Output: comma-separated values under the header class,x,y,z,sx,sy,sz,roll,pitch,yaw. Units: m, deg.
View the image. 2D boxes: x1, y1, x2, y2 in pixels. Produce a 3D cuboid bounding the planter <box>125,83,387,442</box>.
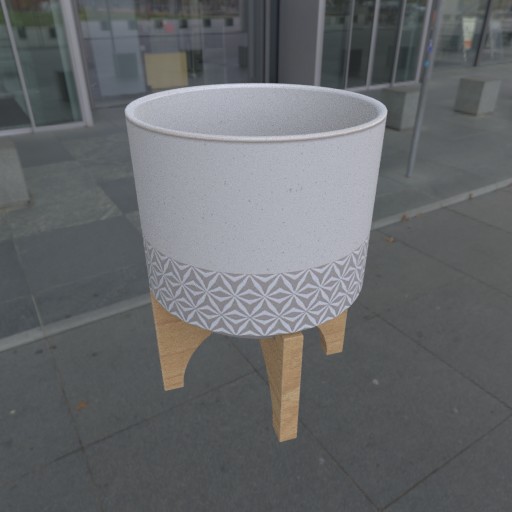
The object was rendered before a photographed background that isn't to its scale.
class,x,y,z,sx,sy,sz,roll,pitch,yaw
planter,0.000,0.000,0.392,0.188,0.260,0.188,0,30,0
